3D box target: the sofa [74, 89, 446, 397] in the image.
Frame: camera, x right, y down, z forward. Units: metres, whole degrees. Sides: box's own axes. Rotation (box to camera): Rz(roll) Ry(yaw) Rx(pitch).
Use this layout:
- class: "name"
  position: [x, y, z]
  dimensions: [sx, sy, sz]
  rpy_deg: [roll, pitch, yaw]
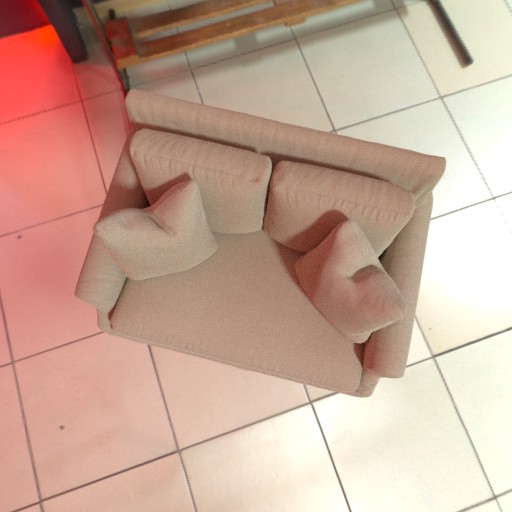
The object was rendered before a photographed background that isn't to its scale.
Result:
- class: "sofa"
  position: [0.000, 0.000, 2.149]
  dimensions: [1.550, 0.905, 1.070]
  rpy_deg: [13, 76, 3]
